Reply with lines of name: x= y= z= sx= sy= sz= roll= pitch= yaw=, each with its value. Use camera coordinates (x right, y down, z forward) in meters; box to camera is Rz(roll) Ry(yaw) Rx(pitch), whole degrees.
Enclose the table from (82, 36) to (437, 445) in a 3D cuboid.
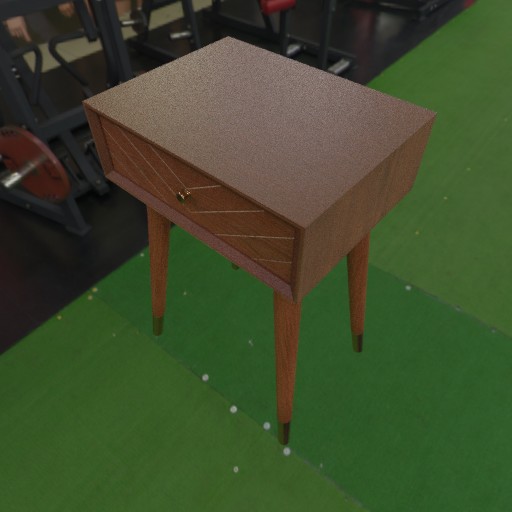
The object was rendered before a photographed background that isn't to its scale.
table: x=0.000 y=0.000 z=0.821 sx=0.406 sy=0.599 sz=0.300 roll=33 pitch=55 yaw=26
